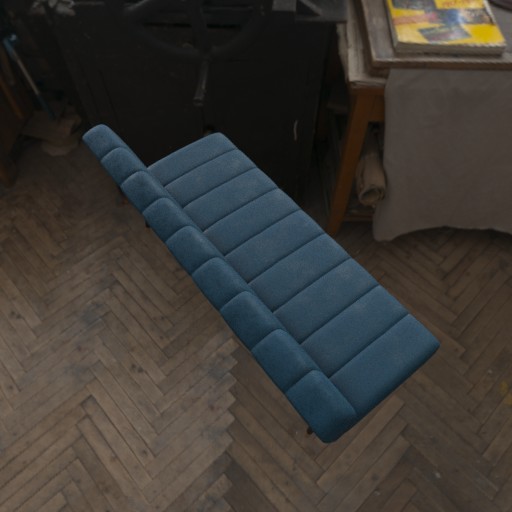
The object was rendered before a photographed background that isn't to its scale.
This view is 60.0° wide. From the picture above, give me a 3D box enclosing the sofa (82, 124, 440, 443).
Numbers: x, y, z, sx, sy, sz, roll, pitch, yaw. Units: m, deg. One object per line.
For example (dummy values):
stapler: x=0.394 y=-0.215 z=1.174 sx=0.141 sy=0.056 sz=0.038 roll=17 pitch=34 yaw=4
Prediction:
sofa: x=0.000 y=0.000 z=2.283 sx=0.830 sy=0.825 sz=1.810 roll=-33 pitch=63 yaw=-19
